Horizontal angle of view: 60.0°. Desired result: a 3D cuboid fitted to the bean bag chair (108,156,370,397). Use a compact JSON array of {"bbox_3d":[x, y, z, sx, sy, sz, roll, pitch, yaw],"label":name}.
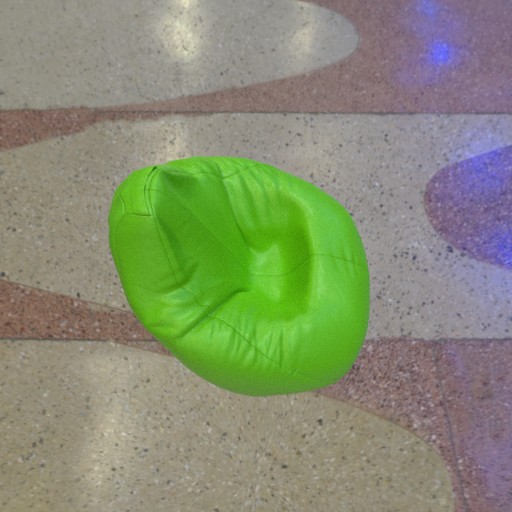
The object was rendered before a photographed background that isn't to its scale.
[{"bbox_3d":[0.000,0.000,1.896,1.070,0.990,1.070,1,63,0],"label":"bean bag chair"}]
